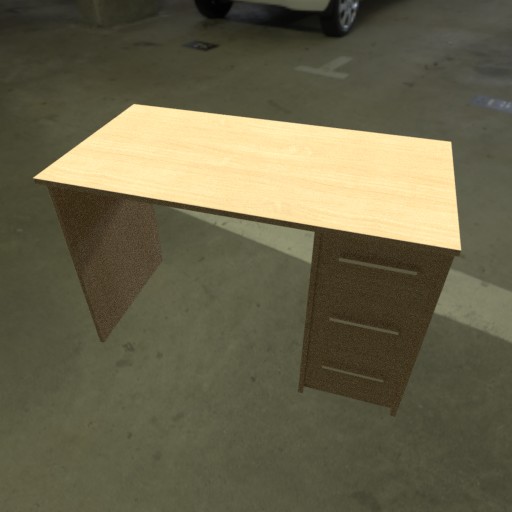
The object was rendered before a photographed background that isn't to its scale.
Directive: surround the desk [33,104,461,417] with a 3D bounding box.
[{"bbox_3d":[0.000,0.000,1.523,1.097,0.735,0.560,11,41,13],"label":"desk"}]
